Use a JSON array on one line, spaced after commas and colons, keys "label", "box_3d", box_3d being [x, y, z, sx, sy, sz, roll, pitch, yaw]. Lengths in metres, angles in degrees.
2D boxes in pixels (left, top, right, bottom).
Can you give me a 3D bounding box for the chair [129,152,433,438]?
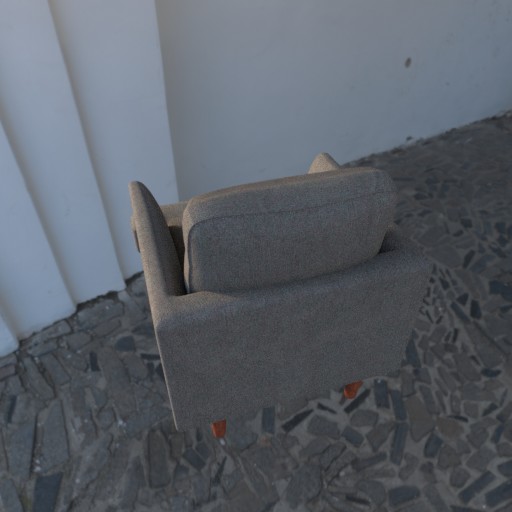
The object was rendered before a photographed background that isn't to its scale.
[{"label": "chair", "box_3d": [0.000, 0.000, 1.656, 0.858, 0.957, 0.899, -11, 41, -13]}]
